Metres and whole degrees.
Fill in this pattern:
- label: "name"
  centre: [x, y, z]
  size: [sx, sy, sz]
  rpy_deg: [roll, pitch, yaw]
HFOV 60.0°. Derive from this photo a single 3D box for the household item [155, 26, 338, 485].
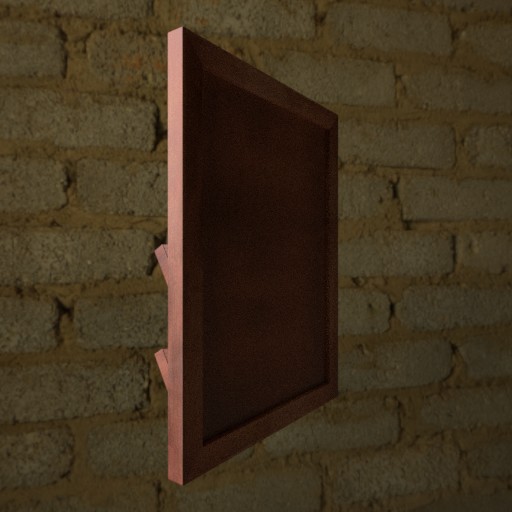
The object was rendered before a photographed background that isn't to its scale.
- label: "household item"
  centre: [0.000, 0.000, 0.536]
  size: [0.067, 0.407, 0.310]
  rpy_deg: [0, 0, 36]
